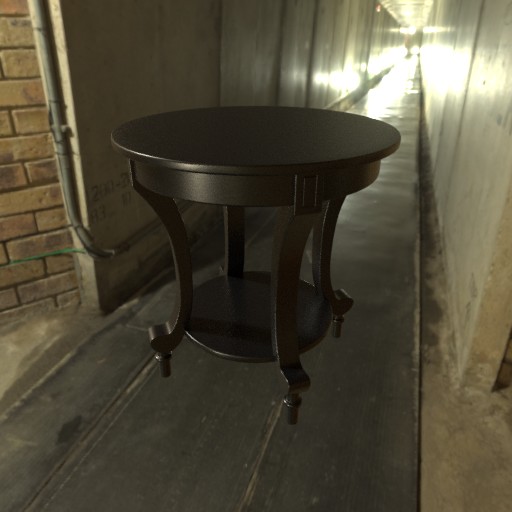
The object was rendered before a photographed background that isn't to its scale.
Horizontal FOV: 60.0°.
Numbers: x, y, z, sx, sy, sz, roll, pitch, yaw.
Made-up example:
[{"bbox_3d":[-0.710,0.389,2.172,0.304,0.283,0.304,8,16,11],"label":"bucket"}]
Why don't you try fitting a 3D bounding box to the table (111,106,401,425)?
[{"bbox_3d":[0.000,0.000,1.087,0.597,0.618,0.597,0,27,0],"label":"table"}]
